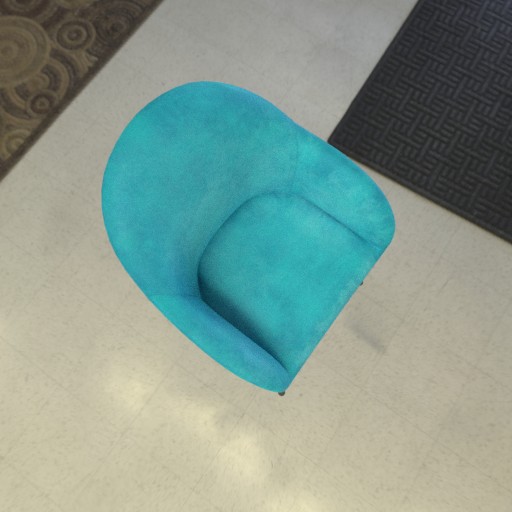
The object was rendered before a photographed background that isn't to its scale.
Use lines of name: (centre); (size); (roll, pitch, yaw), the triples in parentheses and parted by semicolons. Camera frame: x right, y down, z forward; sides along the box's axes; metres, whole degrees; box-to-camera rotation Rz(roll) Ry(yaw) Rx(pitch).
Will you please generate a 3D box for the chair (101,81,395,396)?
chair: (0.000, 0.000, 1.183); (0.590, 0.795, 0.550); (36, 77, 9)
